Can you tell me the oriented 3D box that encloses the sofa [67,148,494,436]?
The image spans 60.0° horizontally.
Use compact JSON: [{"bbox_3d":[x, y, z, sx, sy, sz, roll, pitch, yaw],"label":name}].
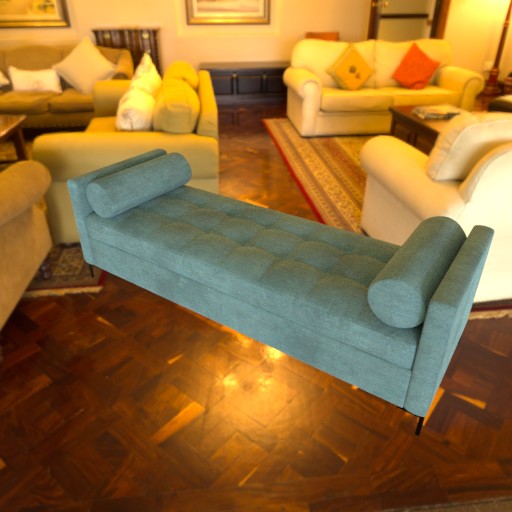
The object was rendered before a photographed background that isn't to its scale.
[{"bbox_3d":[0.000,0.000,2.254,1.981,0.635,0.686,19,36,29],"label":"sofa"}]
